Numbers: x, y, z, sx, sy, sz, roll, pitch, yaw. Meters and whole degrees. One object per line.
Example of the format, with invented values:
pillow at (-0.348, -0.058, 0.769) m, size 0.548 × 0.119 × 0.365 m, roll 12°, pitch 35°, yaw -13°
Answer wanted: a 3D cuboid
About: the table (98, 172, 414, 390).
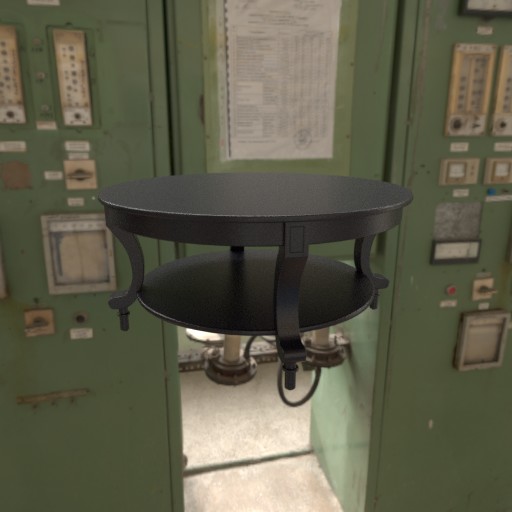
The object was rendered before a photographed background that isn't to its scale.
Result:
table at (0.000, 0.000, 1.586) m, size 1.029 × 0.491 × 1.029 m, roll 0°, pitch 16°, yaw 0°
